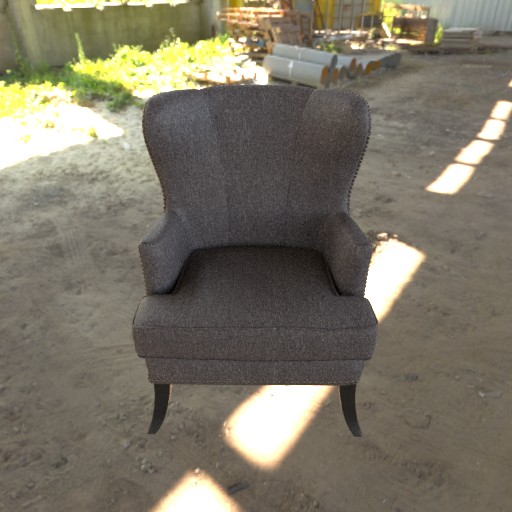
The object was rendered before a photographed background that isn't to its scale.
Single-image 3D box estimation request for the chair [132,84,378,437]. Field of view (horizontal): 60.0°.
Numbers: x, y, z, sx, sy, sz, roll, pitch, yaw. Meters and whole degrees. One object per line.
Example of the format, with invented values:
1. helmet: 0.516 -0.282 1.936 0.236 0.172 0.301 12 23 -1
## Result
1. chair: 0.000 0.000 1.600 0.759 1.060 0.758 0 30 1
